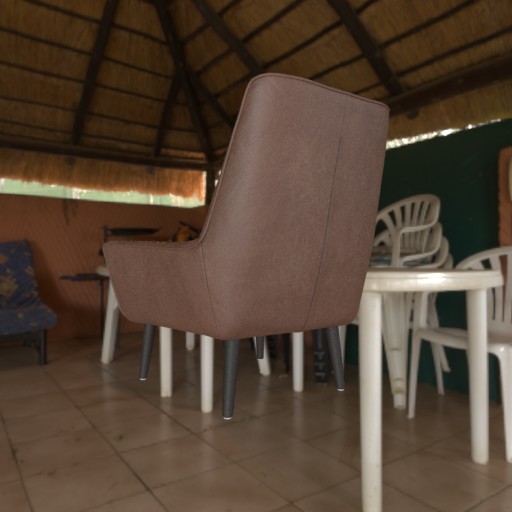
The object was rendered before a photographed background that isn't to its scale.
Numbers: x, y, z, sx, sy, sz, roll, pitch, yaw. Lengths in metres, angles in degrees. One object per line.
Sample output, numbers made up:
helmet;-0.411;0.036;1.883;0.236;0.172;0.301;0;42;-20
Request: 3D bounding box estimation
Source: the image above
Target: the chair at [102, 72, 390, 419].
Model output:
chair;0.000;0.000;1.482;0.787;0.888;0.824;0;0;-36
